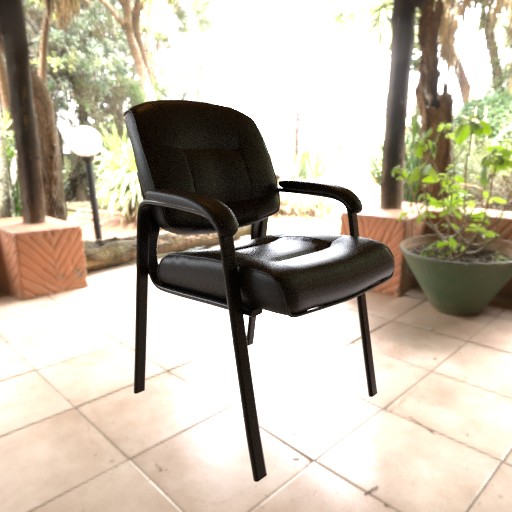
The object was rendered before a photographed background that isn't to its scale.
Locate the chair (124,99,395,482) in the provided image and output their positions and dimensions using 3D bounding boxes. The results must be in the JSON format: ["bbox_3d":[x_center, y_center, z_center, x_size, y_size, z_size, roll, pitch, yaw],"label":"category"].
[{"bbox_3d":[0.000,0.000,1.306,0.668,0.910,0.591,13,18,43],"label":"chair"}]
